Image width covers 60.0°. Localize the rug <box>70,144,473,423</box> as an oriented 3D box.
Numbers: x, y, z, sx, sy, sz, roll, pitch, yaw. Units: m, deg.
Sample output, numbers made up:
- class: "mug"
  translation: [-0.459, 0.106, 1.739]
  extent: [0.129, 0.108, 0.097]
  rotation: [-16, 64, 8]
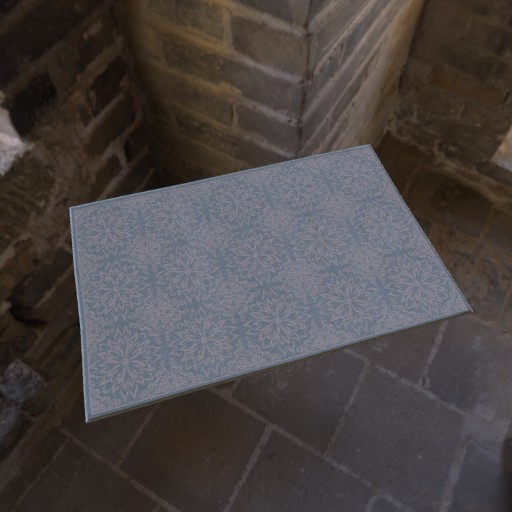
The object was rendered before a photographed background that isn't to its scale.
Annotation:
- class: "rug"
  translation: [0.000, 0.000, 3.470]
  extent: [2.746, 0.018, 1.819]
  rotation: [-14, 58, -9]
